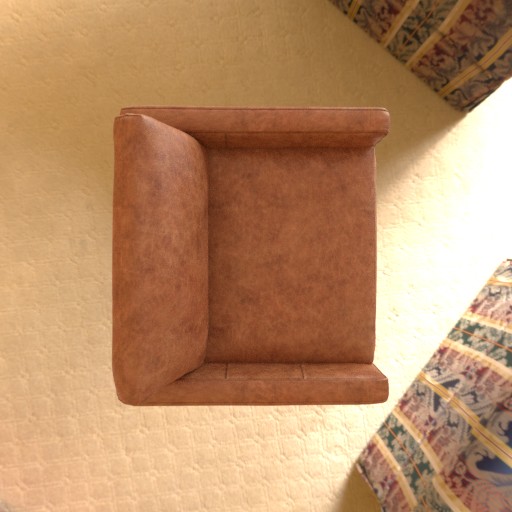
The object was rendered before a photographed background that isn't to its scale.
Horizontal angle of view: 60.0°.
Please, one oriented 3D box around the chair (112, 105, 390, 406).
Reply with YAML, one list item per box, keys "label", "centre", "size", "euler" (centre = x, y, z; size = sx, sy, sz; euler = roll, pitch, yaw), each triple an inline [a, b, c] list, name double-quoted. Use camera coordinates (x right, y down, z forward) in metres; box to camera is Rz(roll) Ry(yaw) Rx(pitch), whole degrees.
- label: "chair"
  centre: [0.000, 0.000, 1.572]
  size: [0.862, 0.869, 0.967]
  euler: [0, 91, -1]
